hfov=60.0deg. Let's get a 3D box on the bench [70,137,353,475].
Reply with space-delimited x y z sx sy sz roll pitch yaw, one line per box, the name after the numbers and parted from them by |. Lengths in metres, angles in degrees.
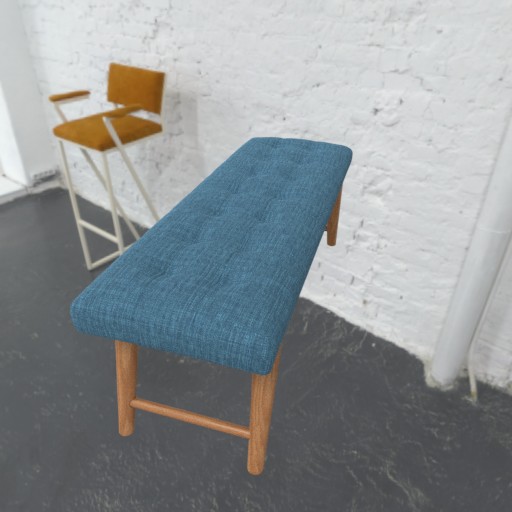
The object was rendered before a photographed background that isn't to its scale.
0.000 0.000 1.331 0.406 0.432 1.118 9 33 15 | bench
